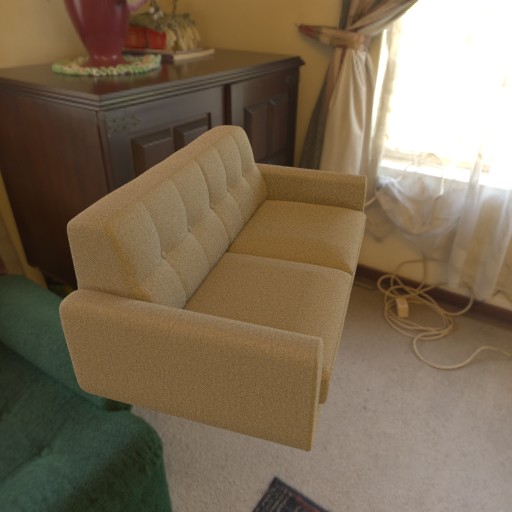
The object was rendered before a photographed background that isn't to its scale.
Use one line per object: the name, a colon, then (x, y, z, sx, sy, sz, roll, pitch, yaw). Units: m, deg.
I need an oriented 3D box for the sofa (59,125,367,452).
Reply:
sofa: (0.000, 0.000, 2.178, 0.952, 0.925, 1.651, 9, 31, 15)
